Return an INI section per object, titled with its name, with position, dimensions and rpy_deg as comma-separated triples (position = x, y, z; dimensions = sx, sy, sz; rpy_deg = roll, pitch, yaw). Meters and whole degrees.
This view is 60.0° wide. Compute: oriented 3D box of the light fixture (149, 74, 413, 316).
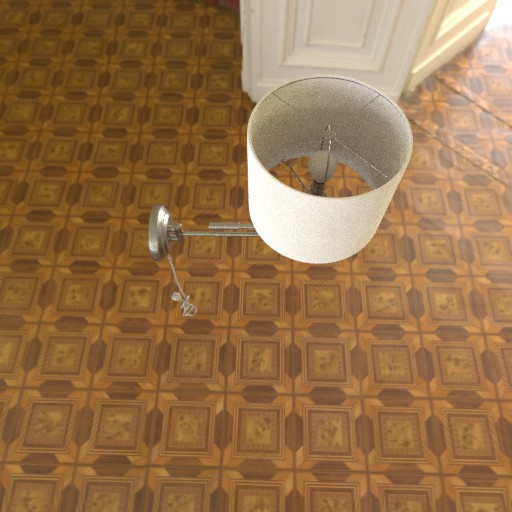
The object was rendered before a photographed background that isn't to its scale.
[light fixture]
position = 0.000, 0.000, 1.053
dimensions = 0.479, 0.842, 0.253
rpy_deg = 1, 63, 0
